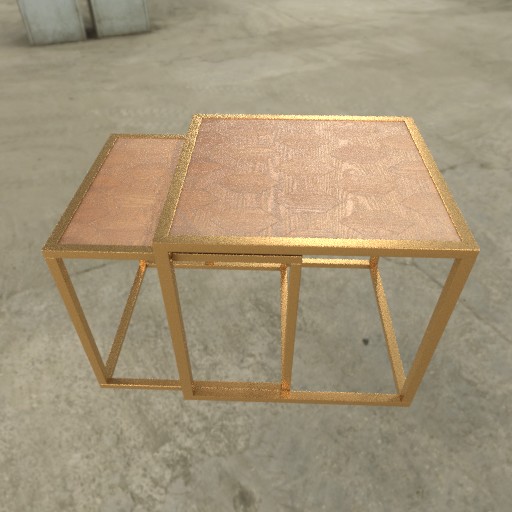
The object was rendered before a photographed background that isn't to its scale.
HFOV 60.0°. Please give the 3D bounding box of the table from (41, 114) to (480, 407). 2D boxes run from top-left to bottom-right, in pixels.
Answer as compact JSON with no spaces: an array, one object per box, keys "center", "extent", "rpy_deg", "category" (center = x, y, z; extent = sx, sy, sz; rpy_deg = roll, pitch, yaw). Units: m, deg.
[{"center":[0.000,0.000,1.096],"extent":[0.762,0.505,0.505],"rpy_deg":[1,42,1],"category":"table"}]
